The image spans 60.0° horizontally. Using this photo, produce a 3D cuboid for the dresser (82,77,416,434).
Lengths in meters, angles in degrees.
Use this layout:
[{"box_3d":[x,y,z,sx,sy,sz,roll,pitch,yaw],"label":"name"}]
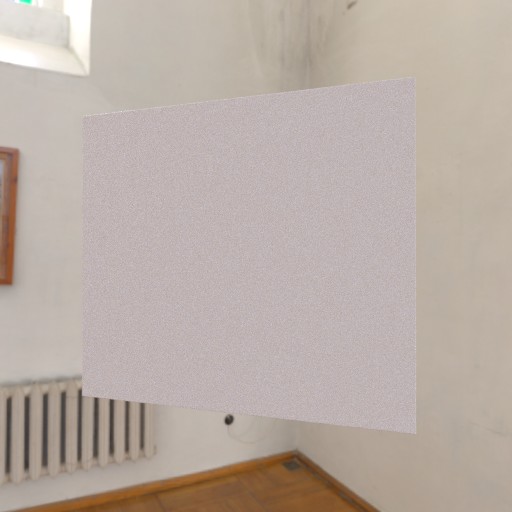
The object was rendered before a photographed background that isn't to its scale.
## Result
[{"box_3d":[0.000,0.000,1.243,0.830,0.740,0.420,0,0,18],"label":"dresser"}]
